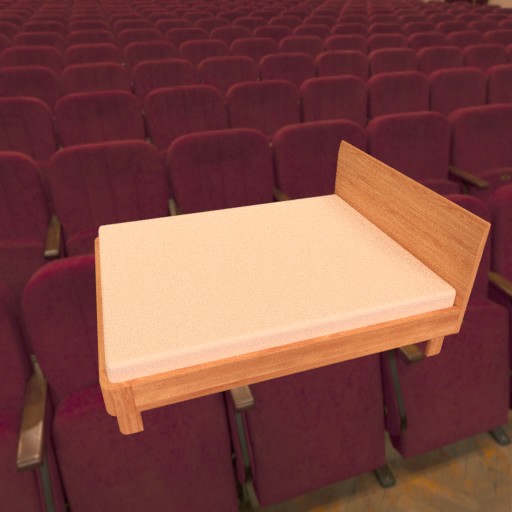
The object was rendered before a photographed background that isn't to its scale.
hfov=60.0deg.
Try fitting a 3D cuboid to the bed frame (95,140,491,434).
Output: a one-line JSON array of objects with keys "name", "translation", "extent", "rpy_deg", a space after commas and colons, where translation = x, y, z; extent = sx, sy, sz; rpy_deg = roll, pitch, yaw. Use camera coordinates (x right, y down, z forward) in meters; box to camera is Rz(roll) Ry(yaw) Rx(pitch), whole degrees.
[{"name": "bed frame", "translation": [0.000, 0.000, 2.995], "extent": [2.092, 0.940, 1.660], "rpy_deg": [-9, 32, -16]}]
